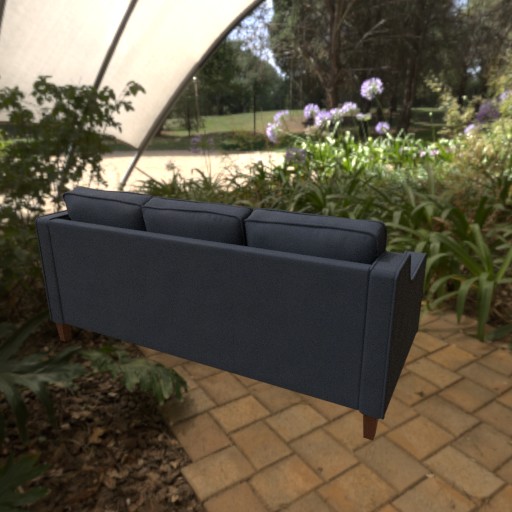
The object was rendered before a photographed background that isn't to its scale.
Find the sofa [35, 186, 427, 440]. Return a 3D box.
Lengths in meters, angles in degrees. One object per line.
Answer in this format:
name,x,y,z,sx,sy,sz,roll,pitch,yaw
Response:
sofa,0.000,0.000,3.239,2.317,1.066,1.858,9,19,26
